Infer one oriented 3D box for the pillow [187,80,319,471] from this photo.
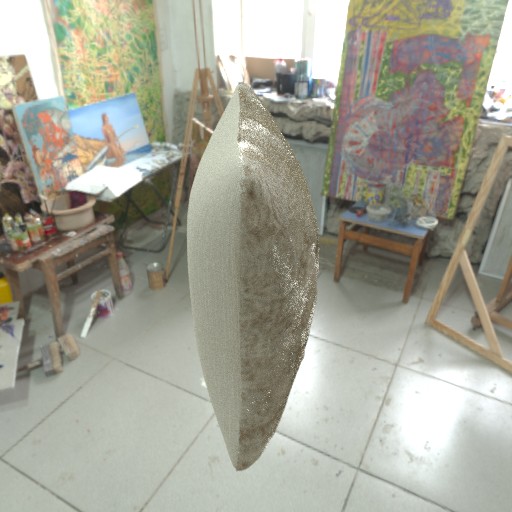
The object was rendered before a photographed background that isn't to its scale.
[{"bbox_3d":[0.000,0.000,0.809,0.216,0.525,0.538,-1,31,-1],"label":"pillow"}]
